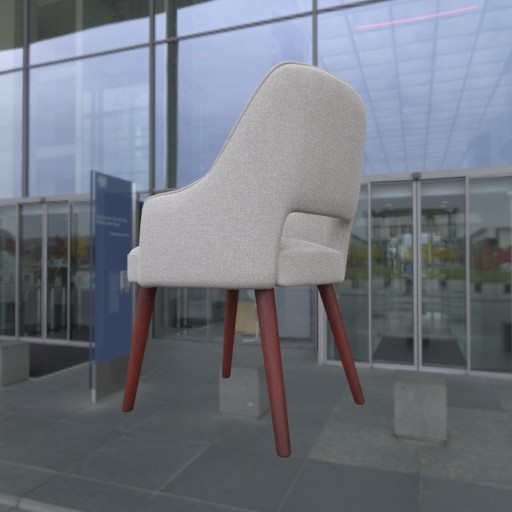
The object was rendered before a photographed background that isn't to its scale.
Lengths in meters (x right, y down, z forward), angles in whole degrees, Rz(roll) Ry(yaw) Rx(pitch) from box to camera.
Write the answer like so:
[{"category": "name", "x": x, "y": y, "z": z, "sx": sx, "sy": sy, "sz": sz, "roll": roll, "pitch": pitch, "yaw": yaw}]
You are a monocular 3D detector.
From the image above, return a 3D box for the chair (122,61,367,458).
[{"category": "chair", "x": 0.000, "y": 0.000, "z": 1.224, "sx": 0.580, "sy": 0.840, "sz": 0.560, "roll": -1, "pitch": -1, "yaw": 35}]
